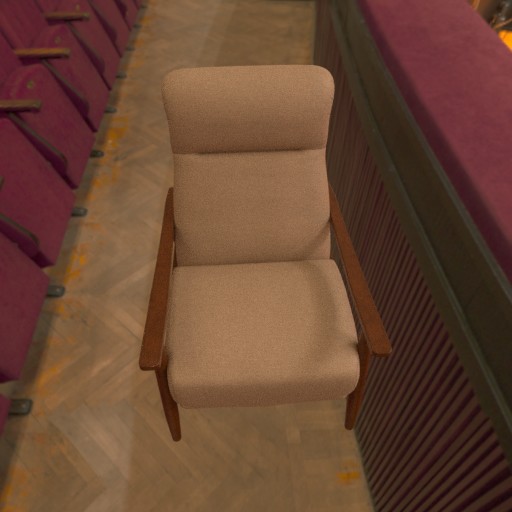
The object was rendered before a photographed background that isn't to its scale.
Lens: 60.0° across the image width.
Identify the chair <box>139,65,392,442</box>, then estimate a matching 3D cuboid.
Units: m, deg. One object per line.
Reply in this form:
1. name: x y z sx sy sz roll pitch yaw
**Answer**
1. chair: 0.000 0.000 1.734 0.762 1.082 1.030 -3 46 -3
